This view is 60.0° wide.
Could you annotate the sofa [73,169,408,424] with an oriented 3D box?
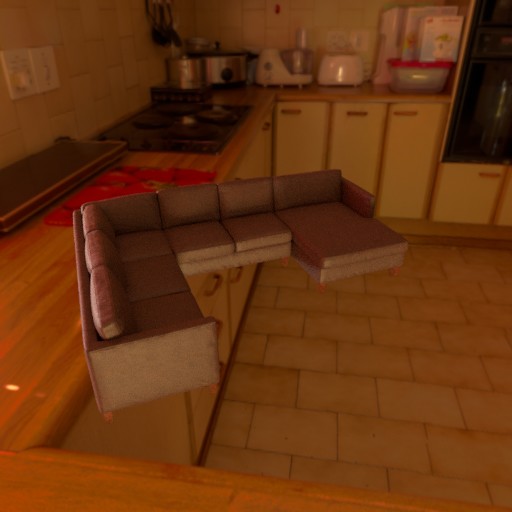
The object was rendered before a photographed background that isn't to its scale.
[{"bbox_3d":[0.000,0.000,4.635,3.460,0.923,2.593,-11,31,-19],"label":"sofa"}]
